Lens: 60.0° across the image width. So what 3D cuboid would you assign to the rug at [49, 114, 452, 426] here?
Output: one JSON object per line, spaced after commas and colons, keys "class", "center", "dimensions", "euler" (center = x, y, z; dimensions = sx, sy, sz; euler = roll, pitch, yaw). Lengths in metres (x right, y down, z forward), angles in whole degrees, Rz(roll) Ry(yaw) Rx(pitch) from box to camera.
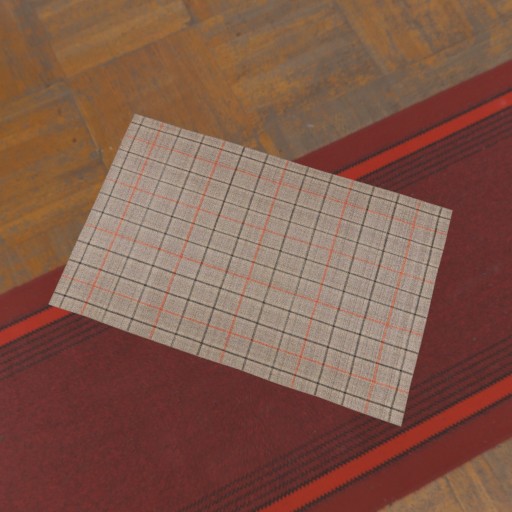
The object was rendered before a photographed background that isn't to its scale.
{"class": "rug", "center": [0.000, 0.000, 3.069], "dimensions": [2.439, 0.015, 1.524], "euler": [18, 76, 5]}
